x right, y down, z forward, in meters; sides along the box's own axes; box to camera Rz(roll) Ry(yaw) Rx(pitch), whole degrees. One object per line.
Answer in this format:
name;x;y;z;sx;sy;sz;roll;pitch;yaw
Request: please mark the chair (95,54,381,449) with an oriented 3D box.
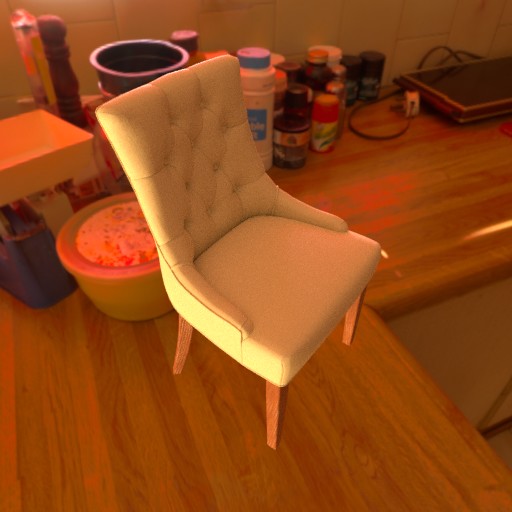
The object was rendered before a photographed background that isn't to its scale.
chair;0.000;0.000;1.214;0.565;0.874;0.509;26;48;26
